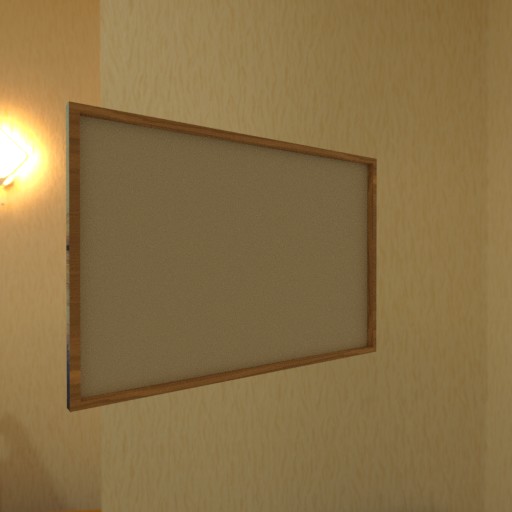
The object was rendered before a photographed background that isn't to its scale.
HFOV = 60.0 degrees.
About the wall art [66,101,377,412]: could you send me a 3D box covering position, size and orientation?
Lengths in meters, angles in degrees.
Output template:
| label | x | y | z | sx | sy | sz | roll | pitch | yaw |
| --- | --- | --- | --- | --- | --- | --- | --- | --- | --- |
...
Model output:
| label | x | y | z | sx | sy | sz | roll | pitch | yaw |
| --- | --- | --- | --- | --- | --- | --- | --- | --- | --- |
| wall art | 0.000 | 0.000 | 0.755 | 0.604 | 0.402 | 0.018 | 0 | 1 | -35 |
